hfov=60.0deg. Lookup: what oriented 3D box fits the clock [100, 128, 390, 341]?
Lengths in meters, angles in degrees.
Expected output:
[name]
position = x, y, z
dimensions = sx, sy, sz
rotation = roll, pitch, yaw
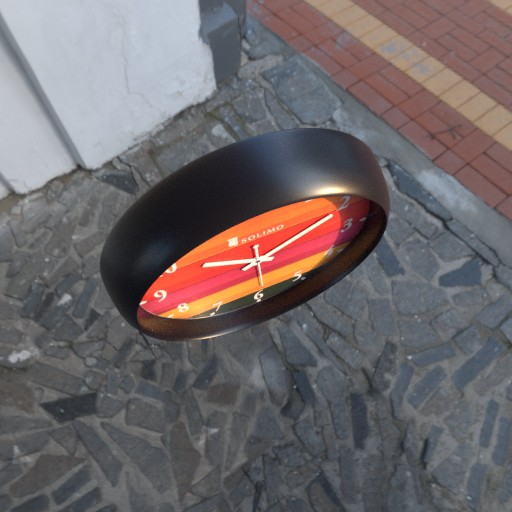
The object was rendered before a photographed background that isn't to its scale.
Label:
[clock]
position = 0.000, 0.000, 0.455
dimensions = 0.300, 0.300, 0.060
rotation = -20, 65, -10
